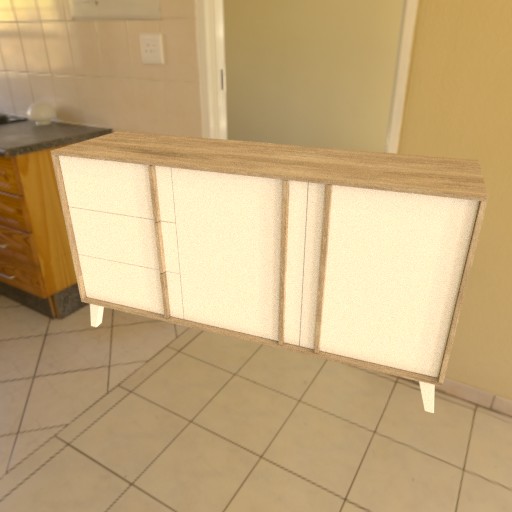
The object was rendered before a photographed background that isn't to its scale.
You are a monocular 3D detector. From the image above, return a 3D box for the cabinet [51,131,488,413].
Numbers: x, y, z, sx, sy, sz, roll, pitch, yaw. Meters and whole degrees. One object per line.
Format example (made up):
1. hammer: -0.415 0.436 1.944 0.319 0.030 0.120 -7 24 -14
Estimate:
1. cabinet: 0.000 0.000 1.910 1.600 0.870 0.450 10 28 19
